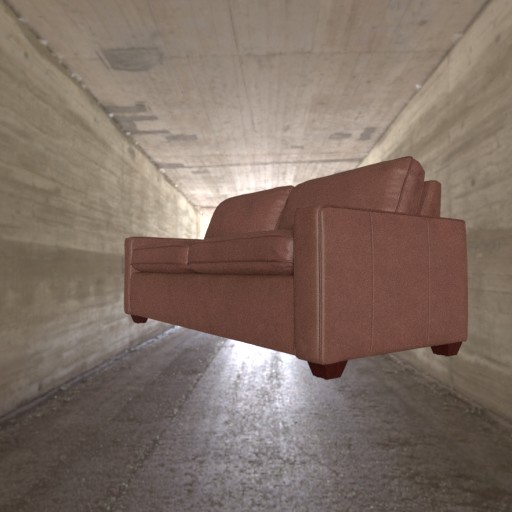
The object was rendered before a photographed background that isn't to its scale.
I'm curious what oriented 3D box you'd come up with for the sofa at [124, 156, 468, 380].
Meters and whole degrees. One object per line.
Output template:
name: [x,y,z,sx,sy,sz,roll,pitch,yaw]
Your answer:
sofa: [0.000,0.000,2.568,0.940,0.919,2.080,1,-2,-34]
